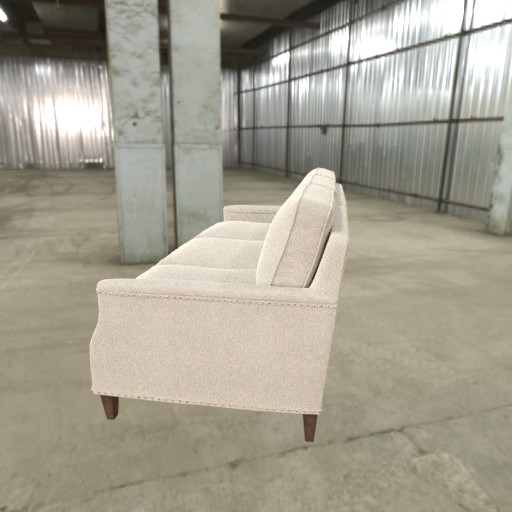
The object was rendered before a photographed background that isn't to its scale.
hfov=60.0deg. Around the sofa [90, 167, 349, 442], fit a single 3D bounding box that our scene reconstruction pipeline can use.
[{"bbox_3d":[0.000,0.000,2.800,1.084,1.003,2.246,3,15,10],"label":"sofa"}]
